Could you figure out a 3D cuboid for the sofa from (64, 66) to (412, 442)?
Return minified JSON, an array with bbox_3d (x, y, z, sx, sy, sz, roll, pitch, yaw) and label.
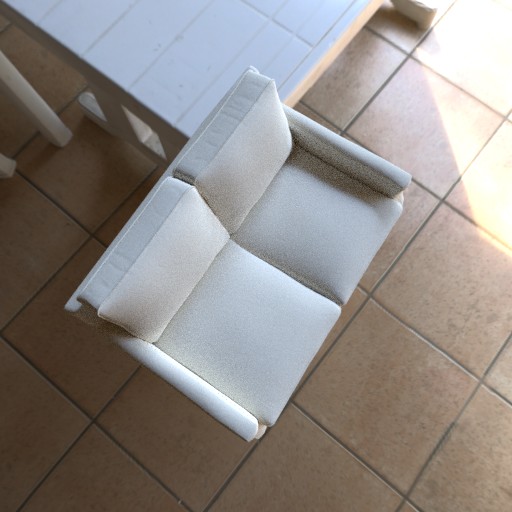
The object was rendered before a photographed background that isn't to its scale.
[{"bbox_3d":[0.000,0.000,2.370,1.084,1.003,1.597,32,78,8],"label":"sofa"}]
